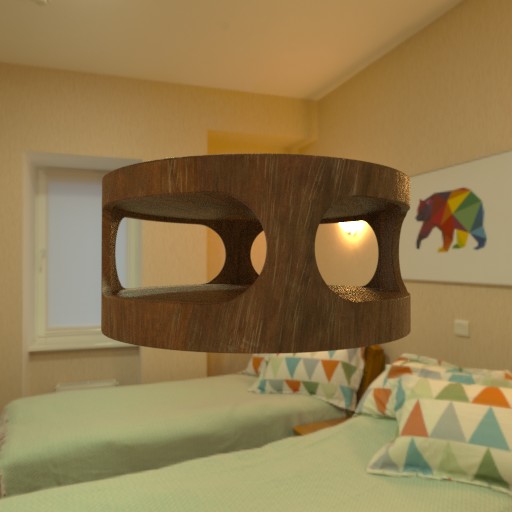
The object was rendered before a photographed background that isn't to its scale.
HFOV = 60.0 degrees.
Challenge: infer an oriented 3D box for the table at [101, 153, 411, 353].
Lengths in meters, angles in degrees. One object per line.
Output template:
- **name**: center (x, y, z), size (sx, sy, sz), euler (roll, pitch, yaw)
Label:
- **table**: center (0.000, 0.000, 1.481), size (0.974, 0.450, 0.974), euler (0, -1, 0)
